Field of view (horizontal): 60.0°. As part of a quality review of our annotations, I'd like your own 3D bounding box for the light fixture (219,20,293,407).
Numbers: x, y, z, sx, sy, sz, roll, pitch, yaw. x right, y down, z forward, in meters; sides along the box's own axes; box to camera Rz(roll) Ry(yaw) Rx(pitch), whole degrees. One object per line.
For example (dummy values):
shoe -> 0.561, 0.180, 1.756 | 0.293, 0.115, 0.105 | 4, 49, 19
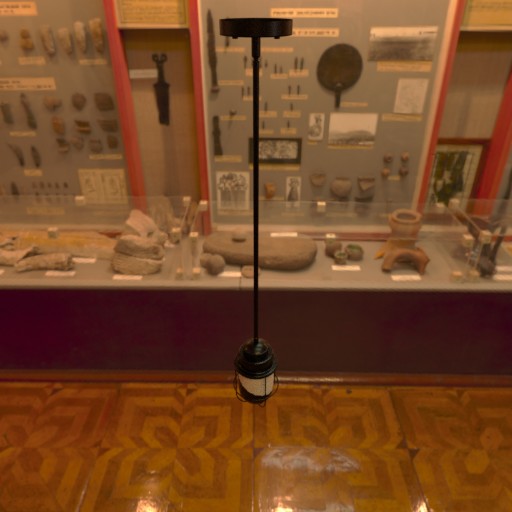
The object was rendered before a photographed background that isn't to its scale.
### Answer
light fixture -> 0.000, 0.000, 0.976 | 0.123, 0.920, 0.123 | 1, 31, 2
